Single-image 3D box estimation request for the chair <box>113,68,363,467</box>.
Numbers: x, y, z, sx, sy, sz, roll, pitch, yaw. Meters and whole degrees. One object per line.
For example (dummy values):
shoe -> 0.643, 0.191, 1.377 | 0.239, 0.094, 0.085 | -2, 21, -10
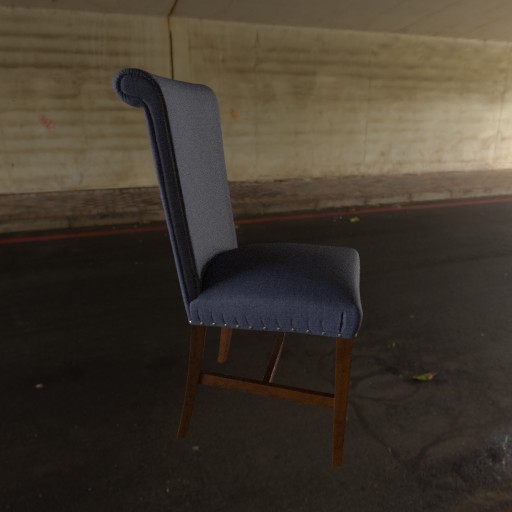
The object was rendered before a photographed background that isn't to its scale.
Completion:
chair -> 0.000, 0.000, 1.306 | 0.608, 0.988, 0.513 | 3, 17, 11
